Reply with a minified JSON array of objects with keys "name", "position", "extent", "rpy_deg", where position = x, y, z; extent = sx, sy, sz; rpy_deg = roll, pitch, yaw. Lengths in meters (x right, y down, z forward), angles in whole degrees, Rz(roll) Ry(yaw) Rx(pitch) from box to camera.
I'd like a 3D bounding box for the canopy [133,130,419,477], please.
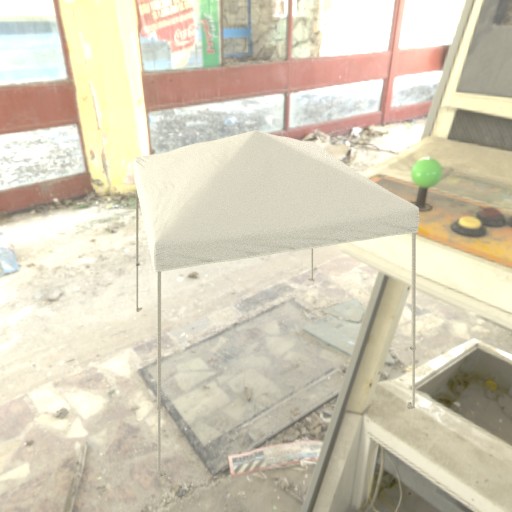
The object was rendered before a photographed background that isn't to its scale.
[{"name":"canopy","position":[0.000,0.000,6.423],"extent":[3.599,3.600,3.600],"rpy_deg":[-9,30,-15]}]
